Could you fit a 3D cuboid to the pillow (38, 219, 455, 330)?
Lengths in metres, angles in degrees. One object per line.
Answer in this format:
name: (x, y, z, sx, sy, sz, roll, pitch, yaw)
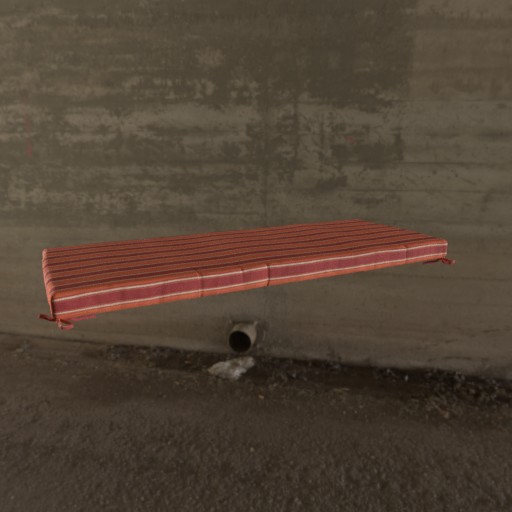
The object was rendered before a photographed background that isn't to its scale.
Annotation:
pillow: (0.000, 0.000, 1.325, 1.187, 0.081, 0.492, -7, 16, -26)
